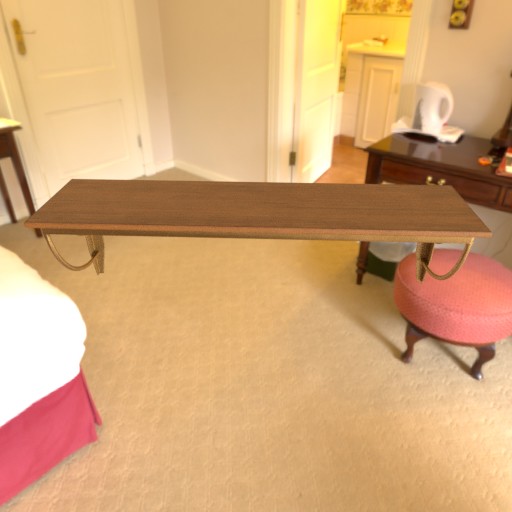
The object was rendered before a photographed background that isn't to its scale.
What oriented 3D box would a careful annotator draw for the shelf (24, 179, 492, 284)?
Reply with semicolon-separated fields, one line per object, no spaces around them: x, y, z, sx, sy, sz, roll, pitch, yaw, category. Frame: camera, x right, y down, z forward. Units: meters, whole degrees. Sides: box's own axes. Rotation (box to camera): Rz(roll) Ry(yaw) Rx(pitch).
0.000;0.000;0.720;0.636;0.190;0.166;1;31;2;shelf
